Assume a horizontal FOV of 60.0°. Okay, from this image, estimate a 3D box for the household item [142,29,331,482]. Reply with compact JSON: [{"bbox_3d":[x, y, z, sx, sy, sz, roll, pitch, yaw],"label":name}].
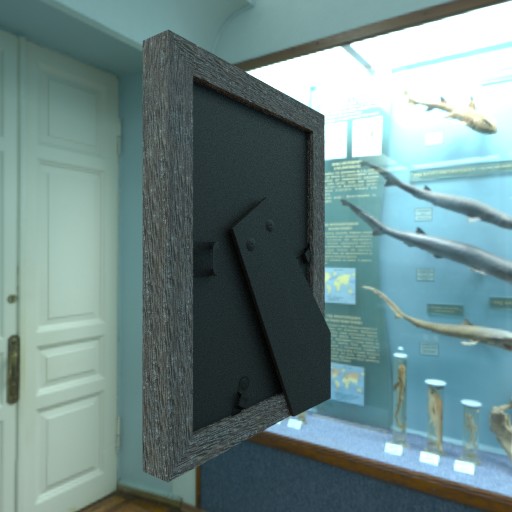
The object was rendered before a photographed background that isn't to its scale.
[{"bbox_3d":[0.000,0.000,0.233,0.020,0.180,0.133,0,0,36],"label":"household item"}]
